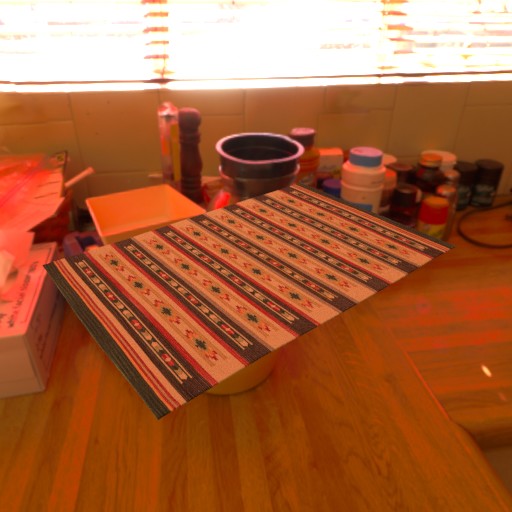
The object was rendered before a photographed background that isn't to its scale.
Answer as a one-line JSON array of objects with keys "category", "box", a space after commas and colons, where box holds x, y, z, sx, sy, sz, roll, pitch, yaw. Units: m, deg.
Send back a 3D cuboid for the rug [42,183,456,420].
[{"category": "rug", "box": [0.000, 0.000, 2.333, 1.825, 0.009, 1.221, -22, 37, -33]}]
